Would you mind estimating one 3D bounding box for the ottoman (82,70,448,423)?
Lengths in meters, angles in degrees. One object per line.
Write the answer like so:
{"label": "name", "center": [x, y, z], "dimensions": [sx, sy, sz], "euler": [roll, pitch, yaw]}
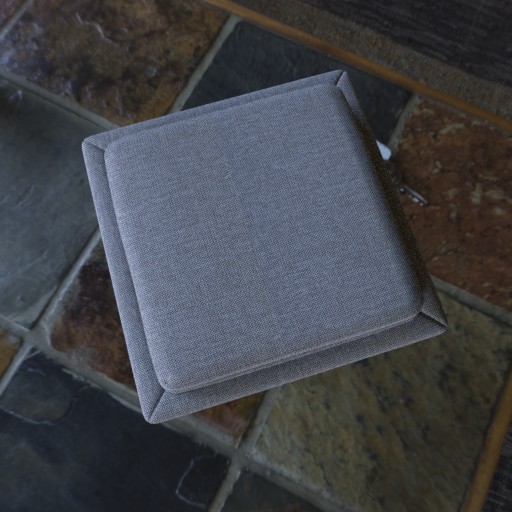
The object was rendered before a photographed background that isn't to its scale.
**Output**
{"label": "ottoman", "center": [0.000, 0.000, 0.827], "dimensions": [0.450, 0.460, 0.450], "euler": [-16, 77, -4]}
